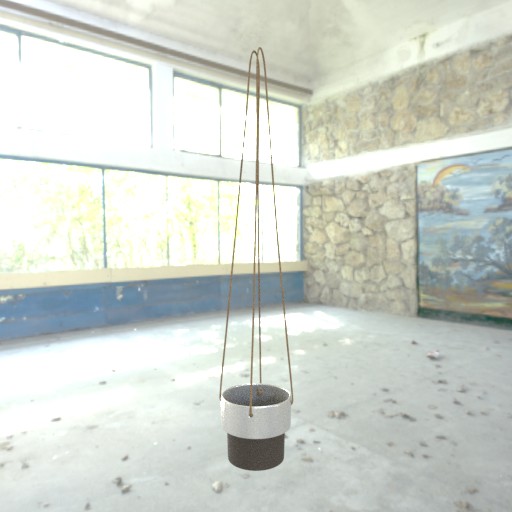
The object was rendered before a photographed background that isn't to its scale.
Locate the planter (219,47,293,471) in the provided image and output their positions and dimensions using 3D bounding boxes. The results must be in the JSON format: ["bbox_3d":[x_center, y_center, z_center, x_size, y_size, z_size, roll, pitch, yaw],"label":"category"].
[{"bbox_3d":[0.000,0.000,1.168,0.187,1.073,0.187,-1,2,-37],"label":"planter"}]
